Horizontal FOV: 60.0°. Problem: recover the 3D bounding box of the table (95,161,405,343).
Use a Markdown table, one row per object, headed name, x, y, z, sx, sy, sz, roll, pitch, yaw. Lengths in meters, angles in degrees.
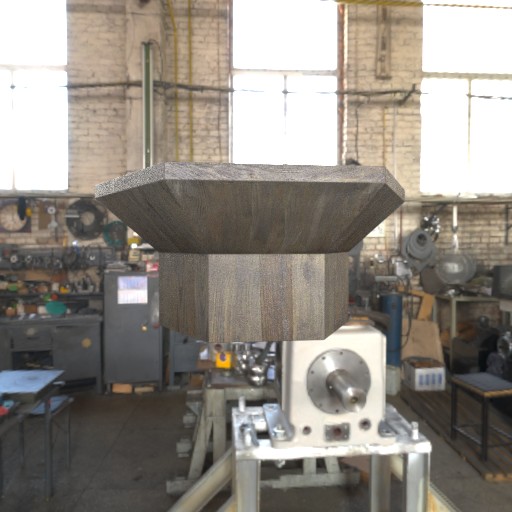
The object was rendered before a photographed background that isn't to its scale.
| name | x | y | z | sx | sy | sz | roll | pitch | yaw |
| --- | --- | --- | --- | --- | --- | --- | --- | --- | --- |
| table | 0.000 | 0.000 | 1.592 | 0.966 | 0.488 | 1.115 | -1 | 2 | -36 |
